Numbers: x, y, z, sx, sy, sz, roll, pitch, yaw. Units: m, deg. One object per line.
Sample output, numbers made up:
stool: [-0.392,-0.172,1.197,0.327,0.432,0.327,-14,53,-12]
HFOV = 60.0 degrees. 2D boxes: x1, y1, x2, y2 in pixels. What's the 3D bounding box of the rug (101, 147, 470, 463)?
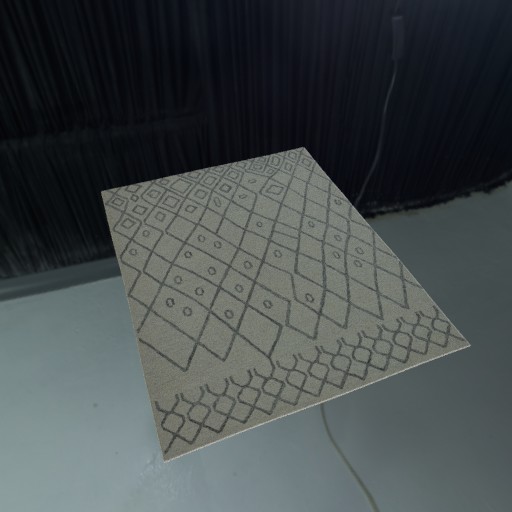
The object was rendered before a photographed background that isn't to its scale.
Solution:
rug: [0.000,0.000,4.154,2.446,0.015,3.046,-15,48,-15]
